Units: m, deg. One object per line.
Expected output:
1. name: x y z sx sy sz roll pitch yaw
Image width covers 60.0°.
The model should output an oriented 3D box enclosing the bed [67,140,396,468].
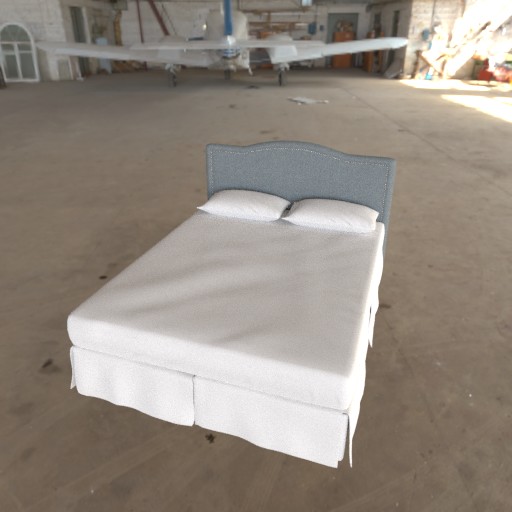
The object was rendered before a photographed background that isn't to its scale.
1. bed: 0.000 0.000 3.889 2.161 1.457 2.689 9 28 17
